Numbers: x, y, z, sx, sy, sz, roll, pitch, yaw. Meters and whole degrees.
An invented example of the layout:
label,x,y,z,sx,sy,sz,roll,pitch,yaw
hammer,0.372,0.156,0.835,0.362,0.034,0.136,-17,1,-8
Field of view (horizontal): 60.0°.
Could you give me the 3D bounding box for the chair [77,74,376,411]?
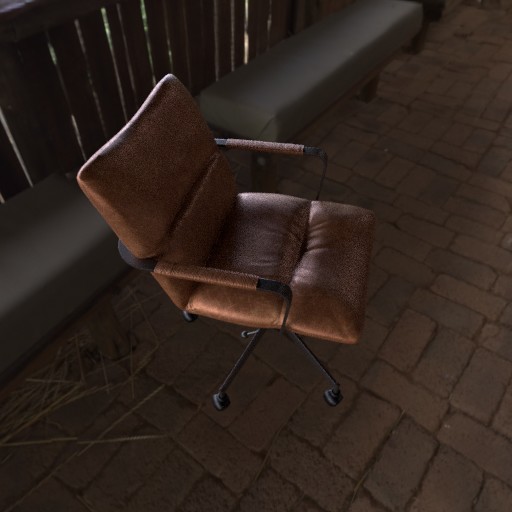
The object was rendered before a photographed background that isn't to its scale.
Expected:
label,x,y,z,sx,sy,sz,roll,pitch,yaw
chair,0.000,0.000,1.473,0.754,0.922,0.727,11,48,10
